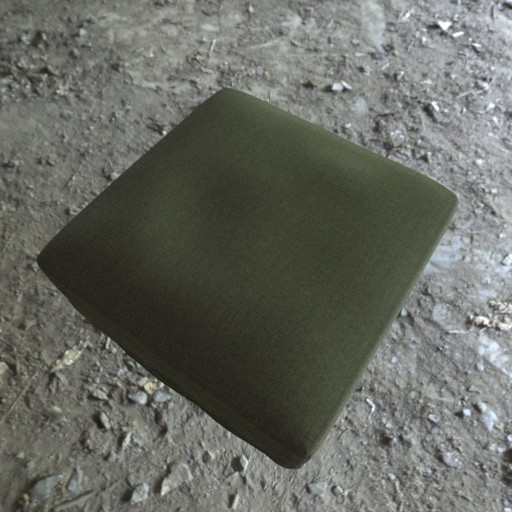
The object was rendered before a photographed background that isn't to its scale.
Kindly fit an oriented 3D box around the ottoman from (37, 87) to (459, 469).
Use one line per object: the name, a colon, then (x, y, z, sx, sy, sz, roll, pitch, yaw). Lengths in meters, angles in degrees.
ottoman: (0.000, 0.000, 1.307, 0.843, 0.436, 0.840, 31, 63, 17)
